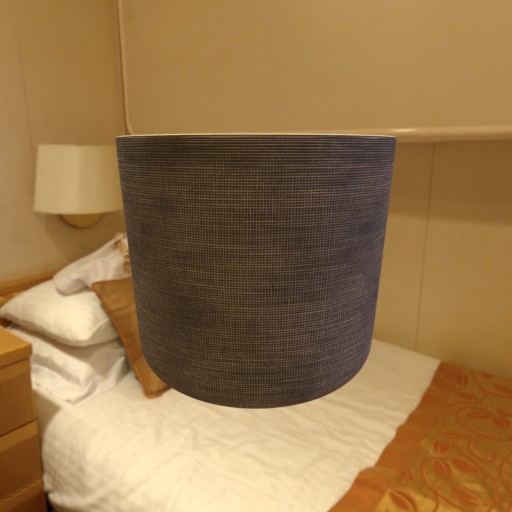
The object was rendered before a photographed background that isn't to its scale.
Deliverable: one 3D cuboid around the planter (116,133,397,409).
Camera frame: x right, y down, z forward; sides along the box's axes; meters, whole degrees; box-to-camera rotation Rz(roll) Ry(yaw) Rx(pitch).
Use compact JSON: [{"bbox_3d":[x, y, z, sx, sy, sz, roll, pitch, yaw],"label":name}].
[{"bbox_3d":[0.000,0.000,0.772,0.440,0.398,0.440,0,14,0],"label":"planter"}]
